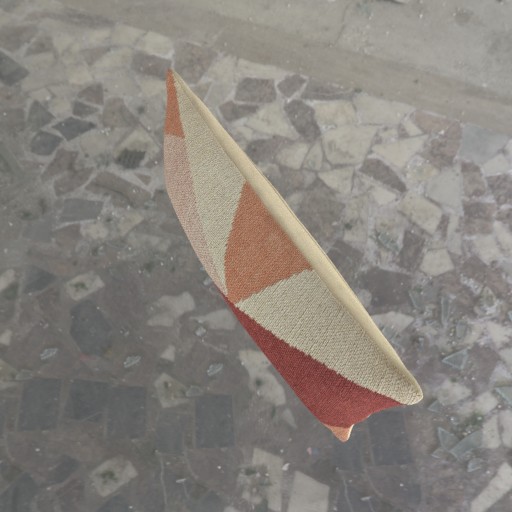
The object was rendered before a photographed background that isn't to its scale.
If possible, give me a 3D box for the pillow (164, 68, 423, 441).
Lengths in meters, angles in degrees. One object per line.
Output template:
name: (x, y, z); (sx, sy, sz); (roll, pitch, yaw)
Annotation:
pillow: (0.000, 0.000, 0.718); (0.155, 0.292, 0.609); (-29, 67, -14)
